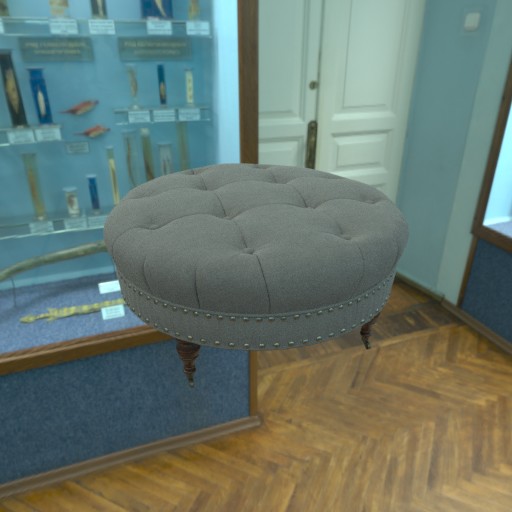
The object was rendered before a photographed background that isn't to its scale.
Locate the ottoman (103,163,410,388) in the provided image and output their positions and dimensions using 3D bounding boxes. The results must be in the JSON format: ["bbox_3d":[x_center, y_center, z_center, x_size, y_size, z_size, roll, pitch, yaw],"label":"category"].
[{"bbox_3d":[0.000,0.000,1.411,0.901,0.439,0.901,0,26,0],"label":"ottoman"}]
